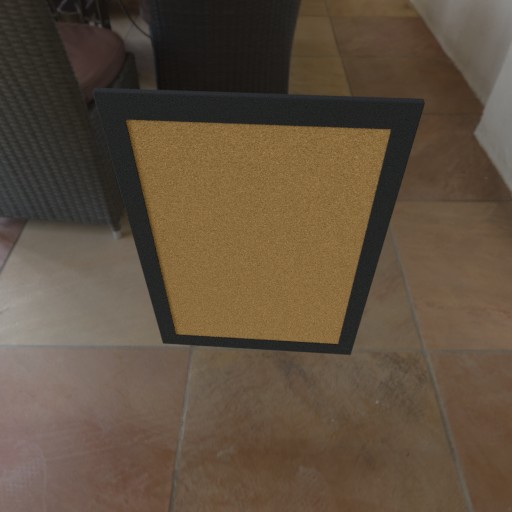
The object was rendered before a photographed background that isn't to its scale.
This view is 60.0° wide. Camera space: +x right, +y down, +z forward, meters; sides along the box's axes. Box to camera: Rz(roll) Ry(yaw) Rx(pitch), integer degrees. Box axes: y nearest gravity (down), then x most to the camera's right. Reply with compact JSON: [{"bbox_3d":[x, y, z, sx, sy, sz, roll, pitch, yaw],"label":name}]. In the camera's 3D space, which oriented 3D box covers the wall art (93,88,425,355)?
[{"bbox_3d":[0.000,0.000,0.692,0.374,0.529,0.012,3,47,3],"label":"wall art"}]
